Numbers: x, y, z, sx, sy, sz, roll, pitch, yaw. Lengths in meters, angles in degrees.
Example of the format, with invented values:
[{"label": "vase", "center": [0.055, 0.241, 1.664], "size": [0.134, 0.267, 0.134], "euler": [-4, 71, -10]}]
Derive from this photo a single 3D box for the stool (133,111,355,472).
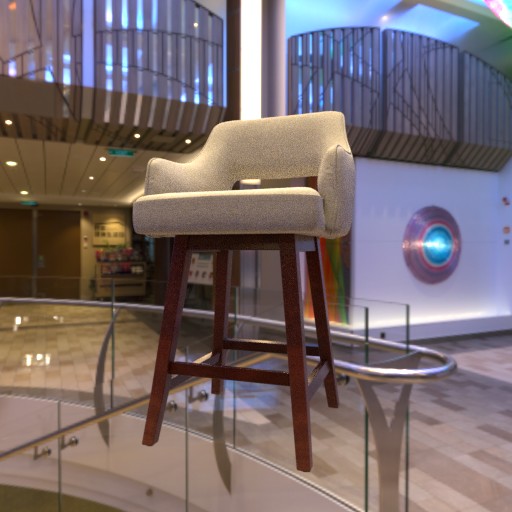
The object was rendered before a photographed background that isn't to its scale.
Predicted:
[{"label": "stool", "center": [0.000, 0.000, 1.264], "size": [0.550, 0.936, 0.560], "euler": [0, 1, 19]}]
